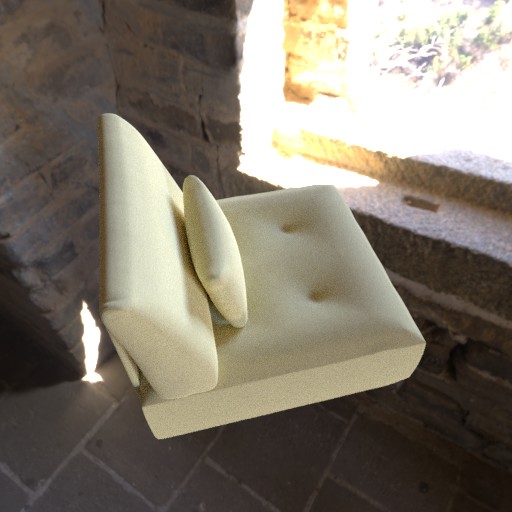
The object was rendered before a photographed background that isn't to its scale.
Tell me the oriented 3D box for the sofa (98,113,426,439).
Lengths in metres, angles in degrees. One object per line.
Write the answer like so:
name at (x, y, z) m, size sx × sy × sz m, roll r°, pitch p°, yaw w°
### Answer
sofa at (0.000, 0.000, 1.673) m, size 1.000 × 0.820 × 0.930 m, roll -10°, pitch 49°, yaw -9°
